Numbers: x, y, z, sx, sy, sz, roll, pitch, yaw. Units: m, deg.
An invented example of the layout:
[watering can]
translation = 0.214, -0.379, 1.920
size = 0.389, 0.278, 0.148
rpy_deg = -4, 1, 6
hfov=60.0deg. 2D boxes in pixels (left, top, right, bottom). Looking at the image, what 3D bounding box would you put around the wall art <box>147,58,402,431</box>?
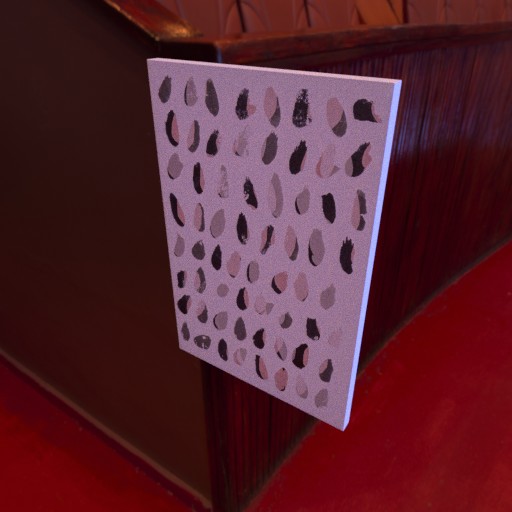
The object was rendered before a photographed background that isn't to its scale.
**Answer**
[wall art]
translation = 0.000, 0.000, 1.164
size = 0.610, 0.916, 0.037
rpy_deg = 19, 35, 29
